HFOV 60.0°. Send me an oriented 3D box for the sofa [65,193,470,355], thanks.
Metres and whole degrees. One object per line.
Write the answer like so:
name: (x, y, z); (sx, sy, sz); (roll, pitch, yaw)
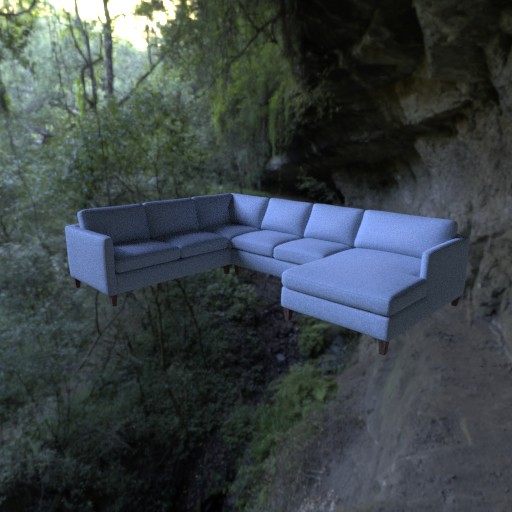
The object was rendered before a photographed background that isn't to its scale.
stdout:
sofa: (0.000, 0.000, 4.598); (3.403, 0.889, 2.551); (14, 20, 42)
